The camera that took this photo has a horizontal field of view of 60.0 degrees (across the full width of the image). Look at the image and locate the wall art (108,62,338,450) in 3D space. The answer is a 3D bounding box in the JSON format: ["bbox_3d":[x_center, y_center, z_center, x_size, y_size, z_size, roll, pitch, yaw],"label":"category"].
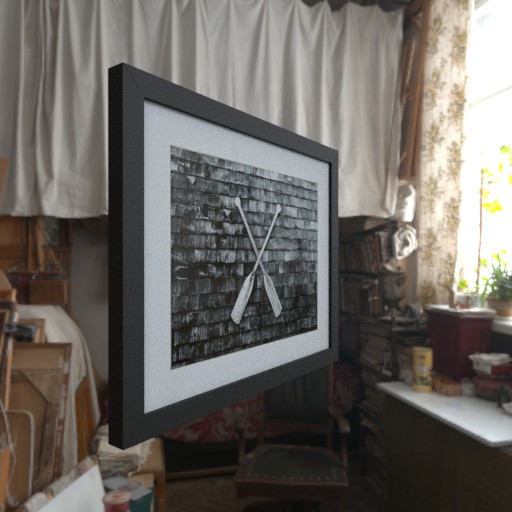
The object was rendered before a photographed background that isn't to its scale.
[{"bbox_3d":[0.000,0.000,0.752,0.029,0.457,0.558,0,0,37],"label":"wall art"}]
